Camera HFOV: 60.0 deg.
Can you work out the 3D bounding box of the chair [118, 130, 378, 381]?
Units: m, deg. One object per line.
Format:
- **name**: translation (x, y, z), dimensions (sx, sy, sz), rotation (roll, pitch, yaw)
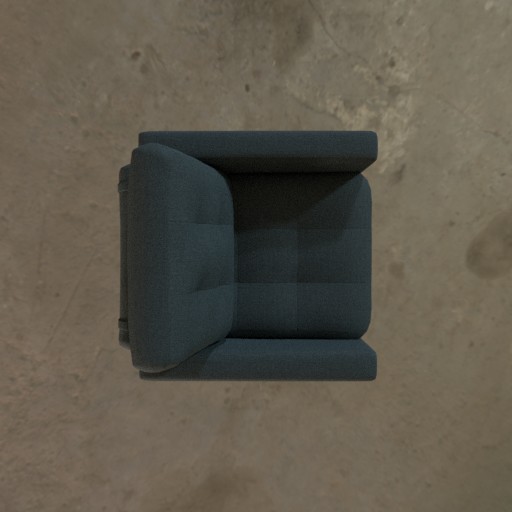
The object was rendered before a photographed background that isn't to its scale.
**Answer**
- **chair**: translation (0.000, 0.000, 1.567), dimensions (0.843, 0.880, 0.821), rotation (0, 91, 0)
